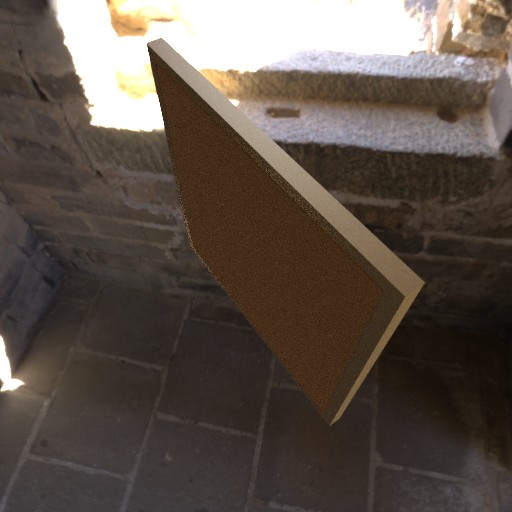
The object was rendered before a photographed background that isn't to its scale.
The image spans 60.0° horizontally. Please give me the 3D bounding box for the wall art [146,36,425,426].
[{"bbox_3d":[0.000,0.000,2.796,0.099,1.926,1.926,-31,62,-19],"label":"wall art"}]
